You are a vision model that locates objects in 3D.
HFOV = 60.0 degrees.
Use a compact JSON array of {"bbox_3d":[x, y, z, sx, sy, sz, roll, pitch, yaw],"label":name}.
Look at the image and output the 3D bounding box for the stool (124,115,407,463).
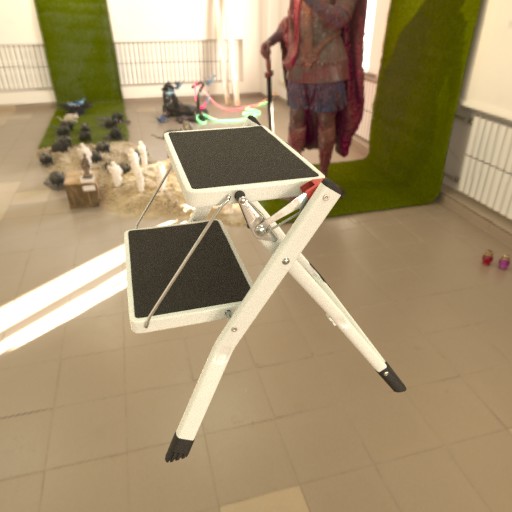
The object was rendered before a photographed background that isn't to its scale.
[{"bbox_3d":[0.000,0.000,0.866,0.490,0.445,0.485,-8,31,-14],"label":"stool"}]
